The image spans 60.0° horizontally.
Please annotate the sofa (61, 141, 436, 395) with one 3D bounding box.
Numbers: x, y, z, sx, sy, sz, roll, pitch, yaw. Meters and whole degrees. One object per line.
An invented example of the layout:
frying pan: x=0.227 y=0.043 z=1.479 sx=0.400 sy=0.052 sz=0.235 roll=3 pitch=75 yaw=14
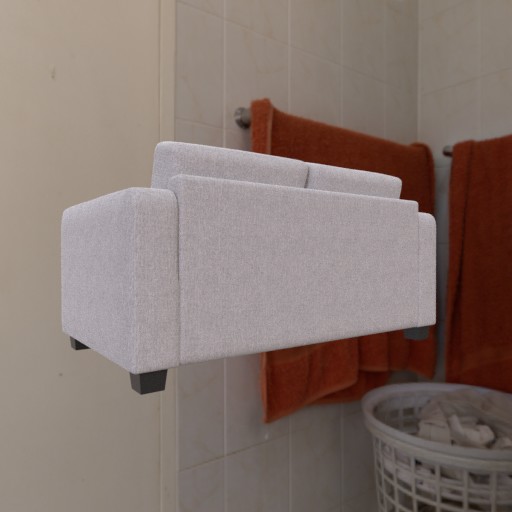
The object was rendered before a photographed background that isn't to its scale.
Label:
sofa: x=0.000 y=0.000 z=2.052 sx=1.540 sy=0.800 sz=0.900 roll=0 pitch=1 yaw=-36
